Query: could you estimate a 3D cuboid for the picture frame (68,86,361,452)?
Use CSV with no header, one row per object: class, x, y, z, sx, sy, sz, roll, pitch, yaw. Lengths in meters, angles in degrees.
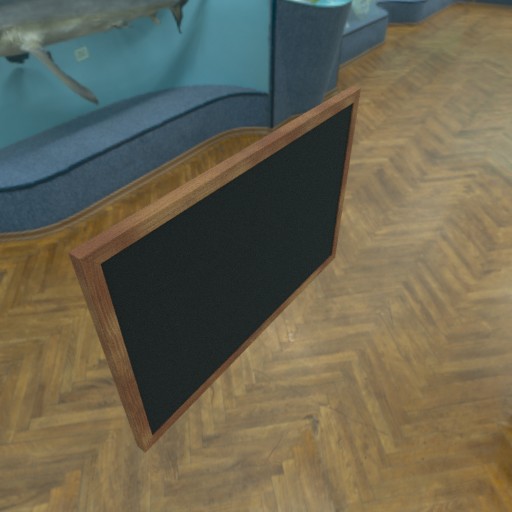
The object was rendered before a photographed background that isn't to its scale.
picture frame,0.000,0.000,1.198,0.029,0.640,0.950,26,47,28
